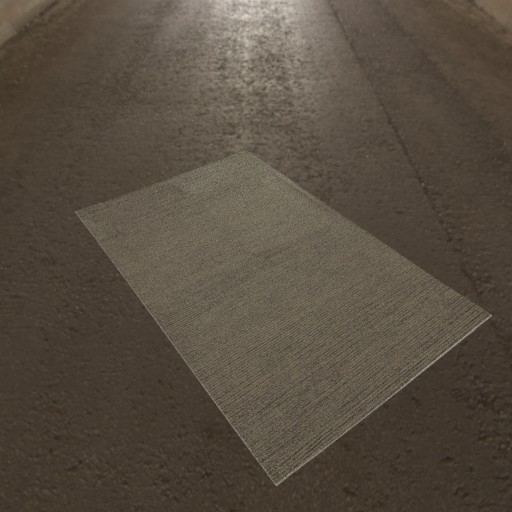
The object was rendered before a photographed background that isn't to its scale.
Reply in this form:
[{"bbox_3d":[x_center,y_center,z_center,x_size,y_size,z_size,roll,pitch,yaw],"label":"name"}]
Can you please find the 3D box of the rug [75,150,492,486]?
[{"bbox_3d":[0.000,0.000,2.125,1.149,0.021,1.773,-26,48,-26],"label":"rug"}]
